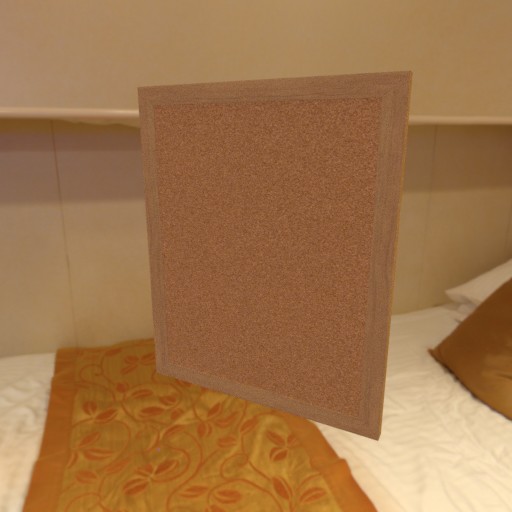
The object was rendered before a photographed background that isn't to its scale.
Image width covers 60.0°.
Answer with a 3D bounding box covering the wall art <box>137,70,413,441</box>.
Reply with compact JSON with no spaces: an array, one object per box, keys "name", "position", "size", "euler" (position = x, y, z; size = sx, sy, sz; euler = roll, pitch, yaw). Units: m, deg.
[{"name":"wall art","position":[0.000,0.000,0.758],"size":[0.460,0.561,0.020],"euler":[8,17,27]}]
